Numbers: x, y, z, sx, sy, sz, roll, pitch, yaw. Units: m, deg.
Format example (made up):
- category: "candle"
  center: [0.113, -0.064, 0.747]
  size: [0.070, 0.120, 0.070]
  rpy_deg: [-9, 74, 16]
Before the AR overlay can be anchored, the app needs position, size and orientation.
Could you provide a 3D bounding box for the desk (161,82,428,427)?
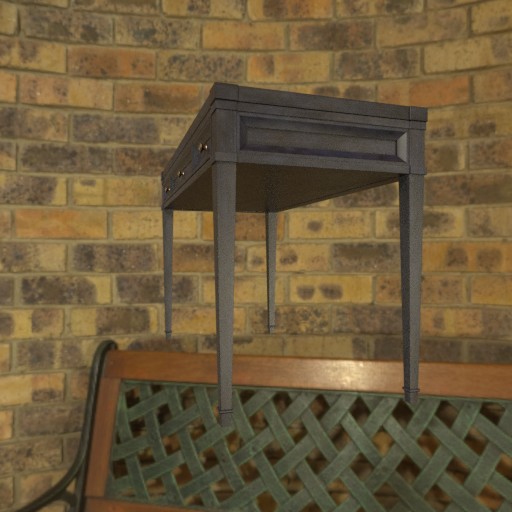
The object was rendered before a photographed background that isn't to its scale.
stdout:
- category: "desk"
  center: [0.000, 0.000, 1.800]
  size: [0.630, 0.861, 1.289]
  rpy_deg: [0, 0, -18]
